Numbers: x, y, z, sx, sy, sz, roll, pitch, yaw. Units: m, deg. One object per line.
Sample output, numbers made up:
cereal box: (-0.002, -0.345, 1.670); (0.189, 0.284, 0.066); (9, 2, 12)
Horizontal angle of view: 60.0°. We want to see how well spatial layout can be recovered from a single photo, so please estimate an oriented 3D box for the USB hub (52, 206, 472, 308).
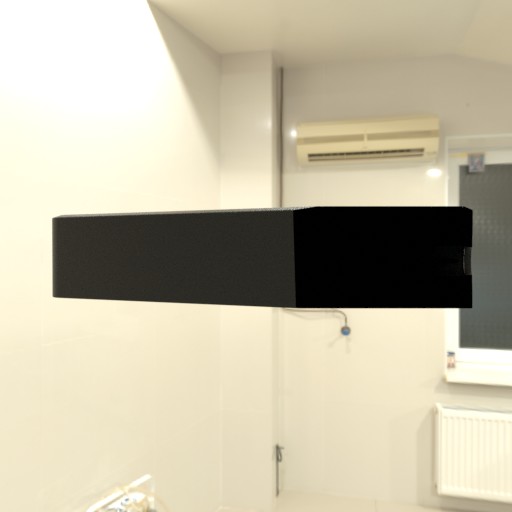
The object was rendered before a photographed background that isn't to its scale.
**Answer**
USB hub: (0.000, 0.000, 0.126); (0.110, 0.023, 0.044); (0, 1, 19)
